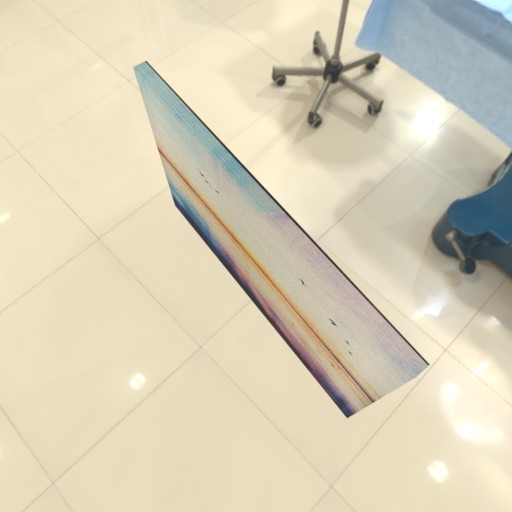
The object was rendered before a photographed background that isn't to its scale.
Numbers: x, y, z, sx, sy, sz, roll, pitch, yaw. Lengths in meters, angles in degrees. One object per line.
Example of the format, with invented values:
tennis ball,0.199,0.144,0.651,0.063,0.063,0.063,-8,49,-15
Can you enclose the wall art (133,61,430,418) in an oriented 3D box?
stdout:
wall art,0.000,0.000,1.167,0.037,0.605,0.911,-35,69,-15
